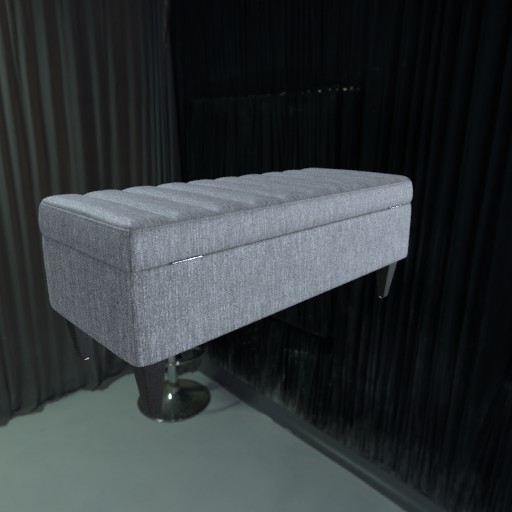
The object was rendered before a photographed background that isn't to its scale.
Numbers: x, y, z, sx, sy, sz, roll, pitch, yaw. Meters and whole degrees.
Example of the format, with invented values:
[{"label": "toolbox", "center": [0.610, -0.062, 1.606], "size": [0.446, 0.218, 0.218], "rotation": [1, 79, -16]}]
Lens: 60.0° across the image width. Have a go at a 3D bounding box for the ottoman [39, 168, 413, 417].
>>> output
[{"label": "ottoman", "center": [0.000, 0.000, 1.426], "size": [1.151, 0.469, 0.482], "rotation": [-16, 23, -43]}]
